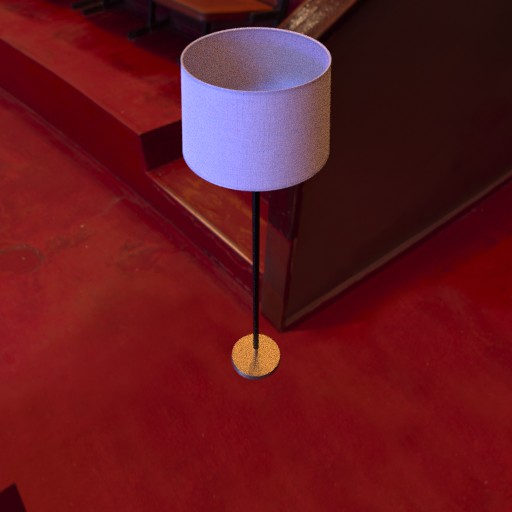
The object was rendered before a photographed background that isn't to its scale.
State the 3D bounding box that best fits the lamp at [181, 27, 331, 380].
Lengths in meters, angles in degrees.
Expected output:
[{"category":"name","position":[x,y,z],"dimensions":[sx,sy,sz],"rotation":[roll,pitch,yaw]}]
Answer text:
[{"category":"lamp","position":[0.000,0.000,1.621],"dimensions":[0.420,1.447,0.420],"rotation":[0,47,0]}]
